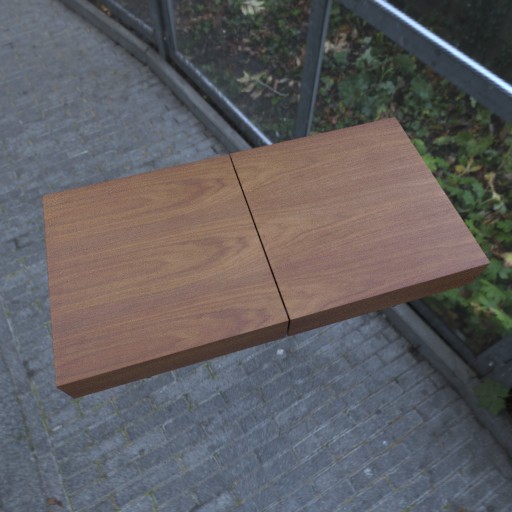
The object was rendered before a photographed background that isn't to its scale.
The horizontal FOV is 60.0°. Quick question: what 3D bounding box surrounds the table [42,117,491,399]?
[{"bbox_3d":[0.000,0.000,1.448,1.194,0.330,0.610,-15,61,-8],"label":"table"}]
